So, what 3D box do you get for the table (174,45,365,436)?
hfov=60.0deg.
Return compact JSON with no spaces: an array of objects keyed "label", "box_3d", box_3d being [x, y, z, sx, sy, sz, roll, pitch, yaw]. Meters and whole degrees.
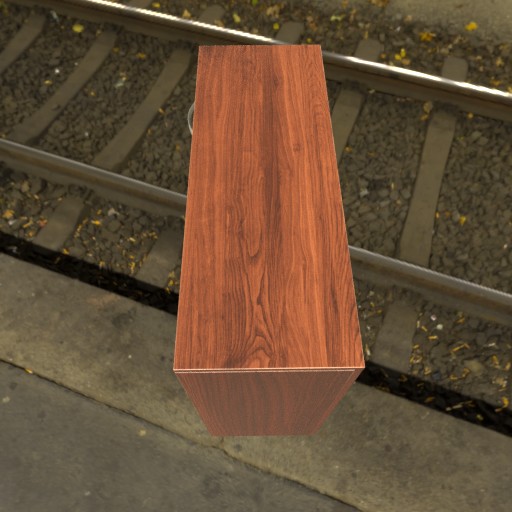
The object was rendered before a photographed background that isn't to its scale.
[{"label":"table","box_3d":[0.000,0.000,1.370,0.380,0.790,0.930,-1,60,0]}]
